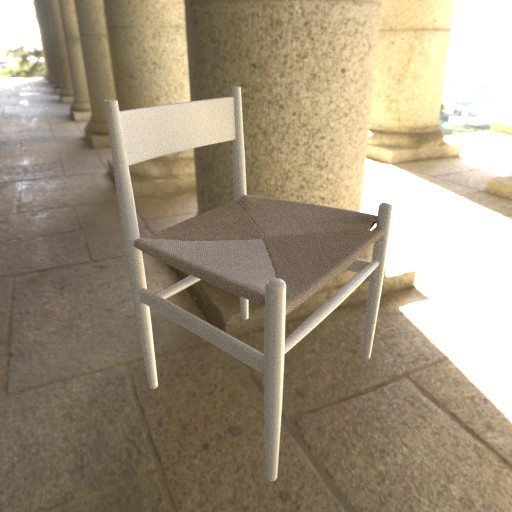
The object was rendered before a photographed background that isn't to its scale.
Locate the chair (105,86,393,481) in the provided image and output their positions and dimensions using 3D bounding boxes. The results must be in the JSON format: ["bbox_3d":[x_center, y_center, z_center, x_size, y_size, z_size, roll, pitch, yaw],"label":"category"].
[{"bbox_3d":[0.000,0.000,1.128,0.495,0.762,0.556,17,30,32],"label":"chair"}]
